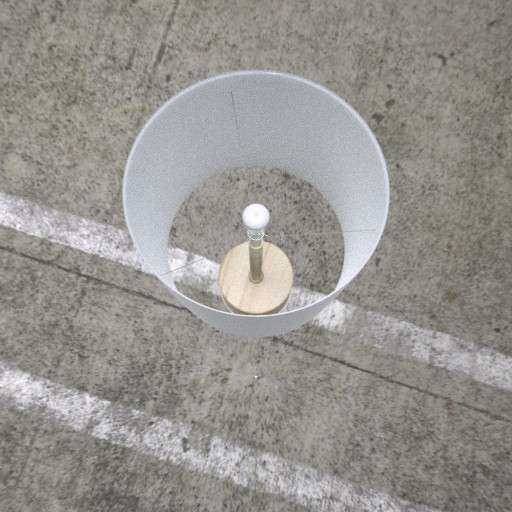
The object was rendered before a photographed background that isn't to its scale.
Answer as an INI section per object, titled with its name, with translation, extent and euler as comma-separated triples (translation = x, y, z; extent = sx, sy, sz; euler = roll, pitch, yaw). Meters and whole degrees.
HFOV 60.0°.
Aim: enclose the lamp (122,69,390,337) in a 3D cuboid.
[lamp]
translation = 0.000, 0.000, 0.603
extent = 0.229, 0.470, 0.229
euler = 17, 75, 5
